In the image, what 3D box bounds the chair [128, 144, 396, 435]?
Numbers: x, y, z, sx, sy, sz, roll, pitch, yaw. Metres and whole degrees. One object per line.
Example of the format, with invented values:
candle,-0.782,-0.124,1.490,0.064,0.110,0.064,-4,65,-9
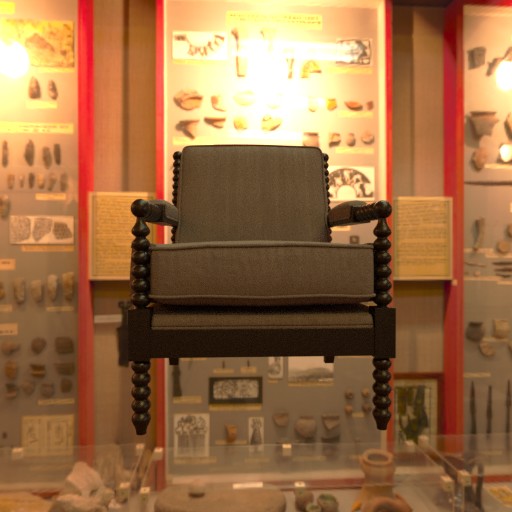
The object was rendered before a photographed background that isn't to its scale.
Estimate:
chair,0.000,0.000,1.118,0.540,0.661,0.622,0,1,-3
